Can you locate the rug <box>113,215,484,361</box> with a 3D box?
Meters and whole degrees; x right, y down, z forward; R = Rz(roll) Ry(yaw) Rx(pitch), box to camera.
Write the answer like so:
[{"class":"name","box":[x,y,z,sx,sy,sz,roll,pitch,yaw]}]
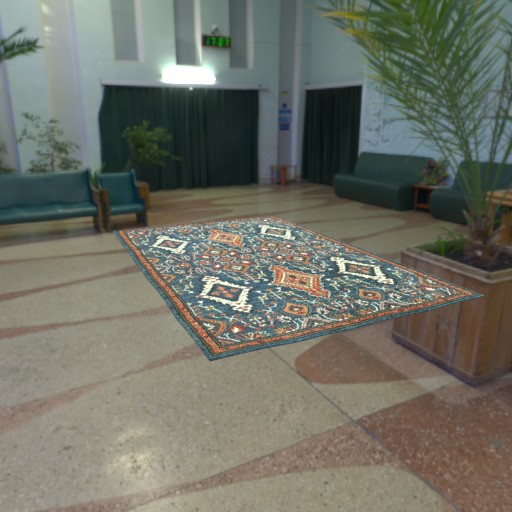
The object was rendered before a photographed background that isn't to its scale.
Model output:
[{"class":"rug","box":[0.000,0.000,4.278,2.190,0.008,3.371,-8,18,-25]}]
